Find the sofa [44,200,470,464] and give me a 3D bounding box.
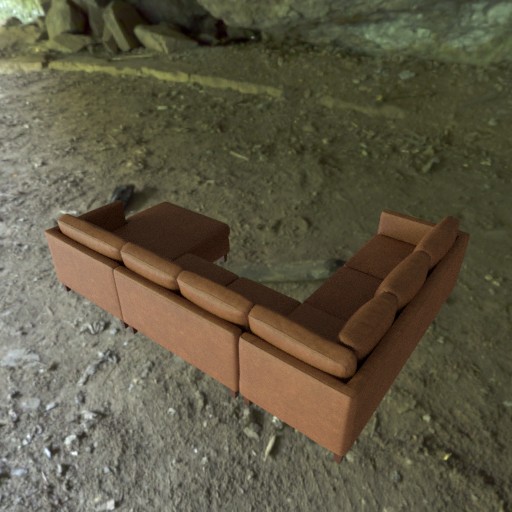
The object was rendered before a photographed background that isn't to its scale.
[{"bbox_3d":[0.000,0.000,4.563,3.460,0.923,2.593,22,39,31],"label":"sofa"}]
